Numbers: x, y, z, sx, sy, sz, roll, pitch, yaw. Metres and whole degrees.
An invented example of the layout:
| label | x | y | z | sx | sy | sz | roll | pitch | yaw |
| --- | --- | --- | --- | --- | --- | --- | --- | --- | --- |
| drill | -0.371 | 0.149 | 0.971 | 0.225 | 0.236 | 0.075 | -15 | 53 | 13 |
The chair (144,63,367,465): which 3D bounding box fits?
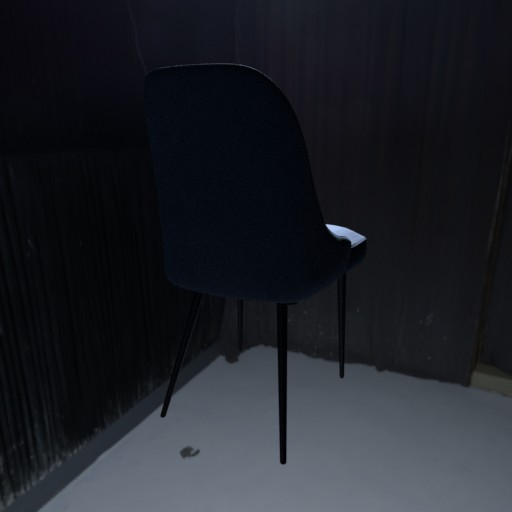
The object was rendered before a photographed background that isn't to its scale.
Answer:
| label | x | y | z | sx | sy | sz | roll | pitch | yaw |
| --- | --- | --- | --- | --- | --- | --- | --- | --- | --- |
| chair | 0.000 | 0.000 | 1.198 | 0.478 | 0.896 | 0.559 | 9 | 19 | 27 |
